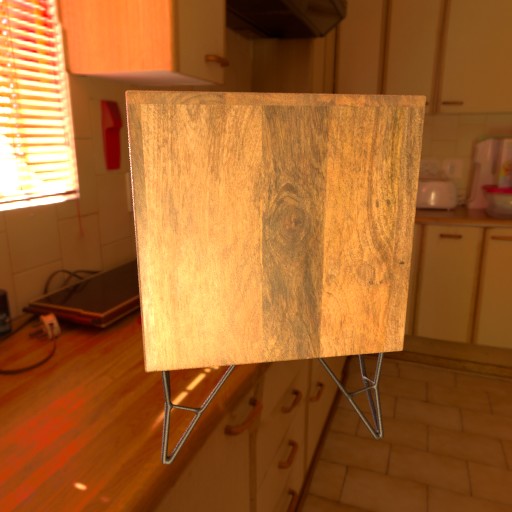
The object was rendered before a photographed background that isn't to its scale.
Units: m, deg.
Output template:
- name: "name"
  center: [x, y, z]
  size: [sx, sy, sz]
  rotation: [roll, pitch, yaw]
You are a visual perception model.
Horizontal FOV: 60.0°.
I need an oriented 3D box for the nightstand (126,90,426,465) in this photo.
- name: "nightstand"
  center: [0.000, 0.000, 0.868]
  size: [0.406, 0.559, 0.457]
  rotation: [-3, 15, -10]
